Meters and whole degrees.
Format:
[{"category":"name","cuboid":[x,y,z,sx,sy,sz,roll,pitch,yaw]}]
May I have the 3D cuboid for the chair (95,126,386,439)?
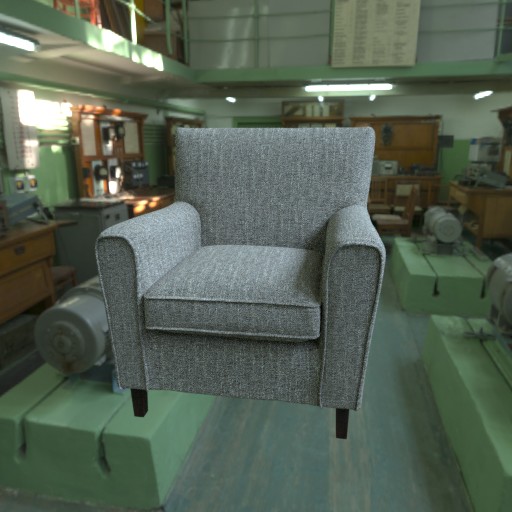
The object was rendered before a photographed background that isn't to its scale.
[{"category":"chair","cuboid":[0.000,0.000,1.628,0.864,0.928,0.873,2,15,9]}]
